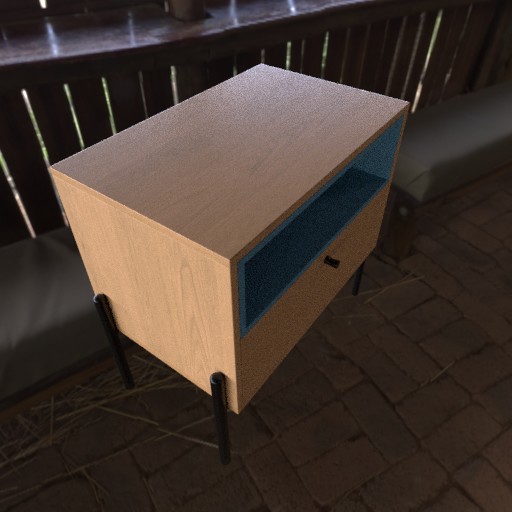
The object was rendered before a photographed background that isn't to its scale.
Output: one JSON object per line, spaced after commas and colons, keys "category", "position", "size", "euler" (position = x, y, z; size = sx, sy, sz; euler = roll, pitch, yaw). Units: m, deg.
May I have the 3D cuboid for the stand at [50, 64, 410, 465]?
{"category": "stand", "position": [0.000, 0.000, 1.002], "size": [0.400, 0.600, 0.630], "euler": [26, 49, 26]}
